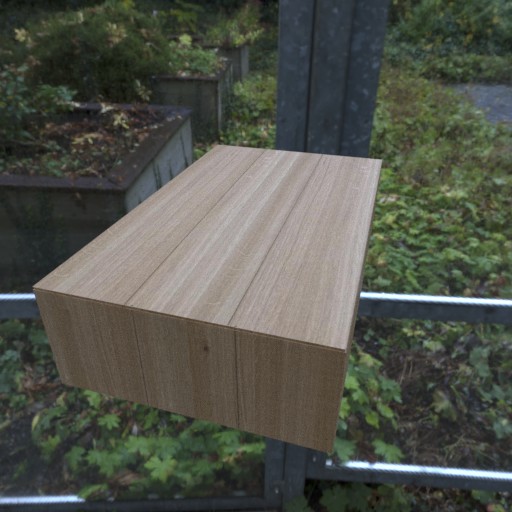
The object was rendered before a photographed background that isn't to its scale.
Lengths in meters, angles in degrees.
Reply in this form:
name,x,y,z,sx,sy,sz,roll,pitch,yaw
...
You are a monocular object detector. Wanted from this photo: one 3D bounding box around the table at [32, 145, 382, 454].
name,x,y,z,sx,sy,sz,roll,pitch,yaw
table,0.000,0.000,1.423,0.678,0.353,1.110,9,32,15
